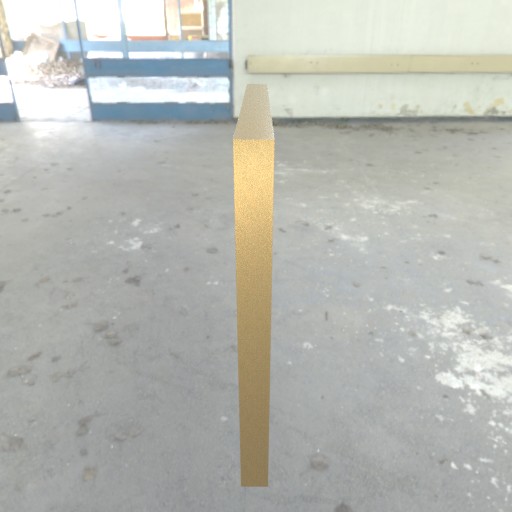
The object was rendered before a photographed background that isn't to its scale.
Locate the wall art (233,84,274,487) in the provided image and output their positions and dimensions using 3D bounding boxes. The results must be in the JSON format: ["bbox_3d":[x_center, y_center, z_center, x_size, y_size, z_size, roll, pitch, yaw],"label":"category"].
[{"bbox_3d":[0.000,0.000,0.769,0.040,0.509,0.509,0,27,0],"label":"wall art"}]
